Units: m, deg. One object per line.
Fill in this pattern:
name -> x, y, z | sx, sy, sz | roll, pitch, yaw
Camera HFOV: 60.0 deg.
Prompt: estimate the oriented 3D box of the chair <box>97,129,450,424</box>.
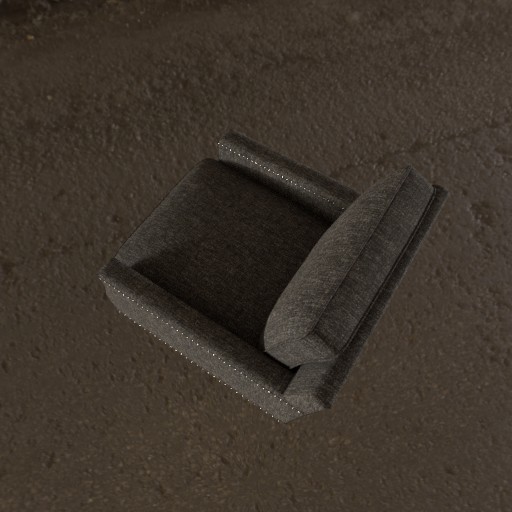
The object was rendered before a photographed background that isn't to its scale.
chair -> 0.000, 0.000, 1.738 | 1.014, 0.943, 0.853 | 30, 66, 15
